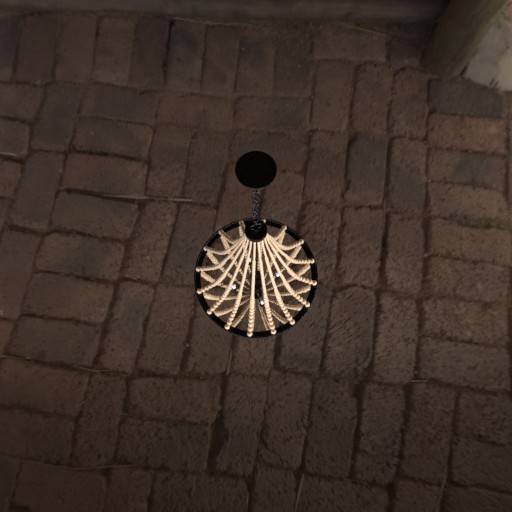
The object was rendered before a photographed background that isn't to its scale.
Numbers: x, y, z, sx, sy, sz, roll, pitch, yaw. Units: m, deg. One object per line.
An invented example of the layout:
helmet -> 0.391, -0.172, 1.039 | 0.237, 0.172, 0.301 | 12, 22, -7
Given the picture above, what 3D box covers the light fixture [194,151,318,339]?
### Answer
light fixture -> 0.000, 0.000, 1.368 | 0.450, 1.133, 0.450 | 0, 73, 0
